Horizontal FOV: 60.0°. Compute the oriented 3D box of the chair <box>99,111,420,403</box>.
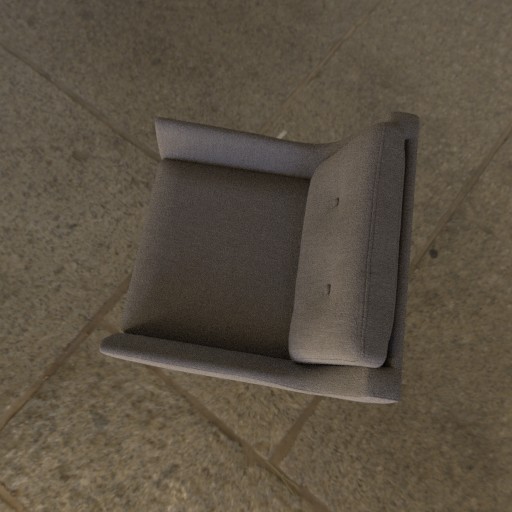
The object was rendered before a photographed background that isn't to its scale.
[{"bbox_3d":[0.000,0.000,1.535,0.849,0.828,0.847,9,75,2],"label":"chair"}]
